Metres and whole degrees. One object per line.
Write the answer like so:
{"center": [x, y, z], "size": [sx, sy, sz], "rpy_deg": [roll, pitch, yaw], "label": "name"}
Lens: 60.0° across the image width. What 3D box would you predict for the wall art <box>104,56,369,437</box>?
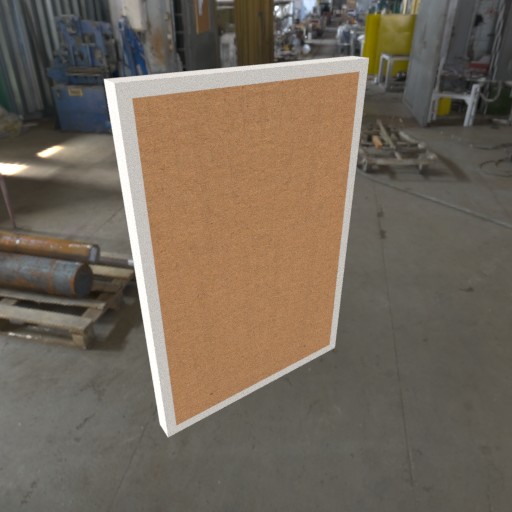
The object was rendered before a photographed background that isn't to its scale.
{"center": [0.000, 0.000, 0.541], "size": [0.293, 0.428, 0.025], "rpy_deg": [-20, 35, -30], "label": "wall art"}
